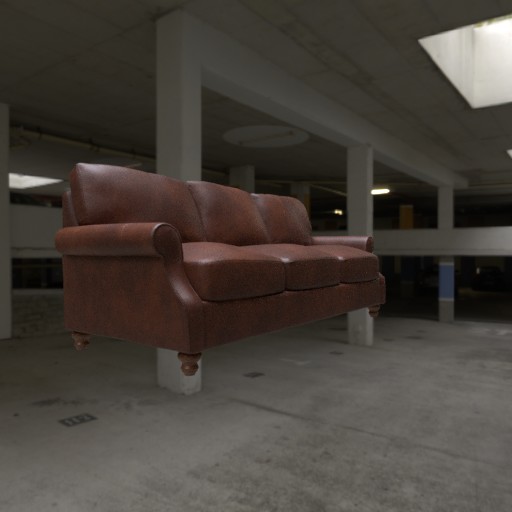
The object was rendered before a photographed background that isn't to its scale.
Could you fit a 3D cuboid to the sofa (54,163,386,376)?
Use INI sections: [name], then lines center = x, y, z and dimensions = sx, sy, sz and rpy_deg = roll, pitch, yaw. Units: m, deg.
[sofa]
center = 0.000, 0.000, 2.912
dimensions = 0.973, 0.977, 2.351
rpy_deg = 1, 1, 37
